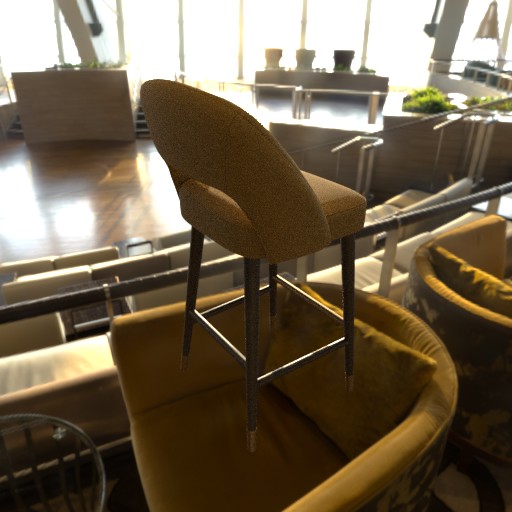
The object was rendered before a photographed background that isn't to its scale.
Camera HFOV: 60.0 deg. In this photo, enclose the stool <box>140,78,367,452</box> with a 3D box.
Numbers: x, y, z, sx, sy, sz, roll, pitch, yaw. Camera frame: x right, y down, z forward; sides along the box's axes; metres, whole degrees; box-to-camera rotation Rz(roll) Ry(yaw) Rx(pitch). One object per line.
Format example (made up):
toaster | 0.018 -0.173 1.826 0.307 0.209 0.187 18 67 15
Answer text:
stool | 0.000 0.000 1.350 0.522 1.032 0.536 -19 33 -31
